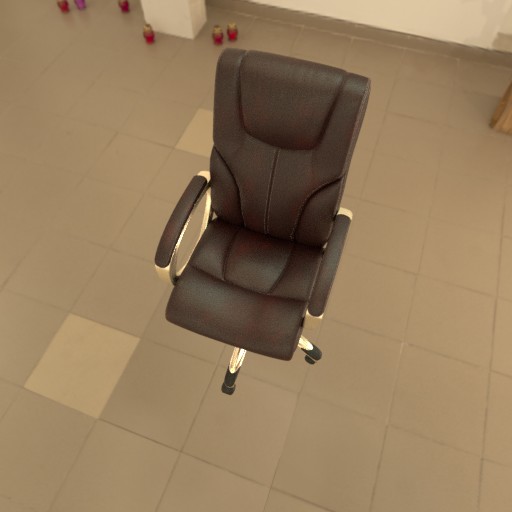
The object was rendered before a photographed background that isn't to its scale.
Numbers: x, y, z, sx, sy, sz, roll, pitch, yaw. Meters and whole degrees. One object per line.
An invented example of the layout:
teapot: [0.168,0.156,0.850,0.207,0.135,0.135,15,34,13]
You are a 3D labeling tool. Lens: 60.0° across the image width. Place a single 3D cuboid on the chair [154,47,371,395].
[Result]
chair: [0.000,0.000,1.576,0.662,1.107,0.739,17,60,10]
